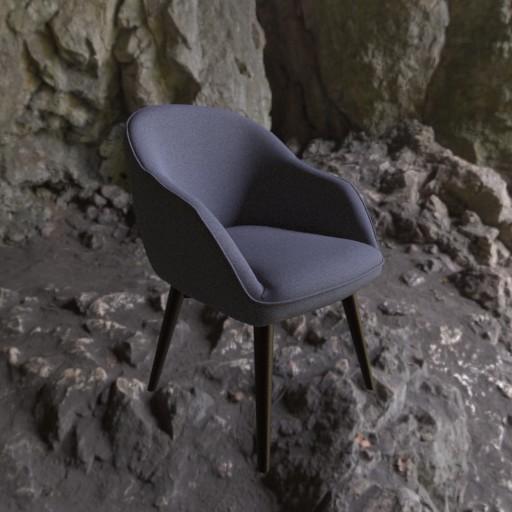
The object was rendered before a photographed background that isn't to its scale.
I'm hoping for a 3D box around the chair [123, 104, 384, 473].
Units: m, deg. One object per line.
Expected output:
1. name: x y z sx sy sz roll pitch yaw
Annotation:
1. chair: 0.000 0.000 1.220 0.611 0.810 0.589 15 22 42
